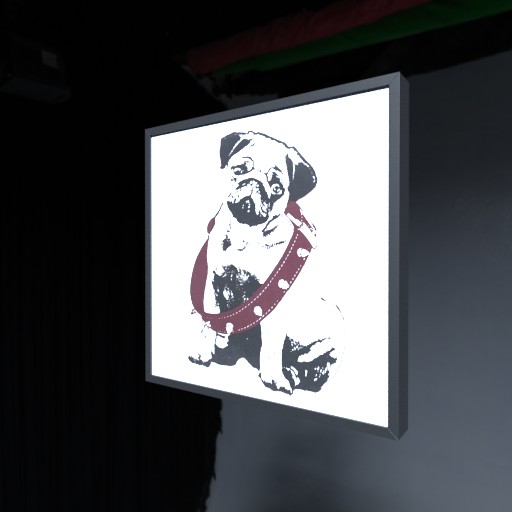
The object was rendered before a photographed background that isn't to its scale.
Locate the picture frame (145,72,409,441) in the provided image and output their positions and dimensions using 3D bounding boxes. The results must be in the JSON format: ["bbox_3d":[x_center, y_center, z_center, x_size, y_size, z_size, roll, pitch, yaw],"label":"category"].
[{"bbox_3d":[0.000,0.000,0.482,0.317,0.317,0.030,0,1,34],"label":"picture frame"}]
